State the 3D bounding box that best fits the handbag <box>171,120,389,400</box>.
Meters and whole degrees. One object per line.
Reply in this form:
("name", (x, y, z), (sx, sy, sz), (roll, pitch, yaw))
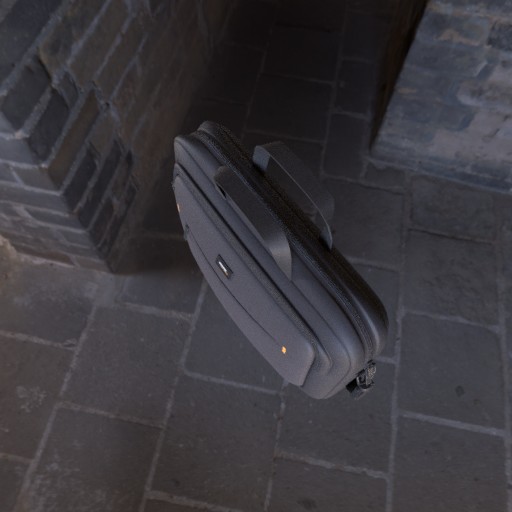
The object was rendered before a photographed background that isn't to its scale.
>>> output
("handbag", (0.000, 0.000, 0.579), (0.126, 0.330, 0.429), (-33, 69, -15))
